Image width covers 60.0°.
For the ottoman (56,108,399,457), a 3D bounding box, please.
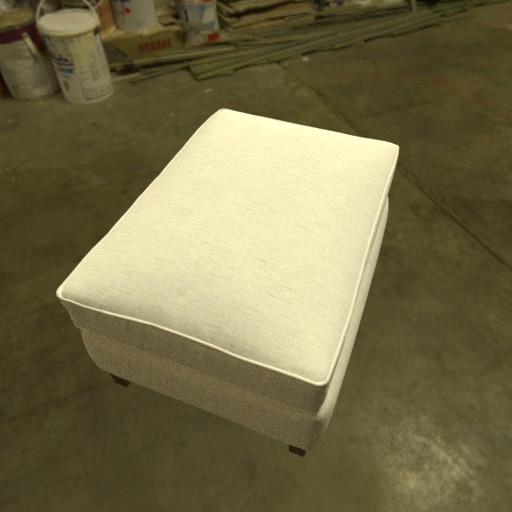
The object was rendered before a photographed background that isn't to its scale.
[{"bbox_3d":[0.000,0.000,0.972,0.501,0.406,0.665,16,49,14],"label":"ottoman"}]
